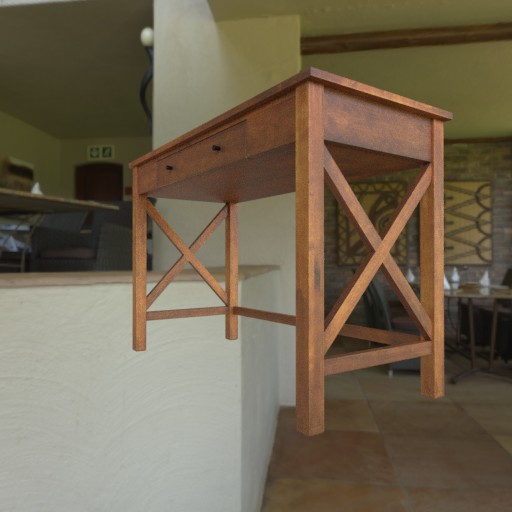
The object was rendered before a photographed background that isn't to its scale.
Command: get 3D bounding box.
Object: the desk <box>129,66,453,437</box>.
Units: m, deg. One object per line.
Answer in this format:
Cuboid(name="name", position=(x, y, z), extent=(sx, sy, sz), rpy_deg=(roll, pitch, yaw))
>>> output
Cuboid(name="desk", position=(0.000, 0.000, 1.499), extent=(0.508, 0.762, 1.117), rpy_deg=(0, -1, -35))
